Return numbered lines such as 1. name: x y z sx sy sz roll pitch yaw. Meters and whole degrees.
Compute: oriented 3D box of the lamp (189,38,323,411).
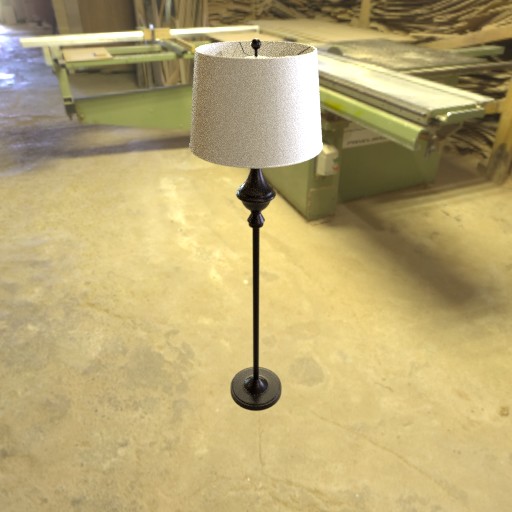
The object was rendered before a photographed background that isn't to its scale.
1. lamp: 0.000 0.000 1.674 0.431 1.484 0.431 0 33 0
